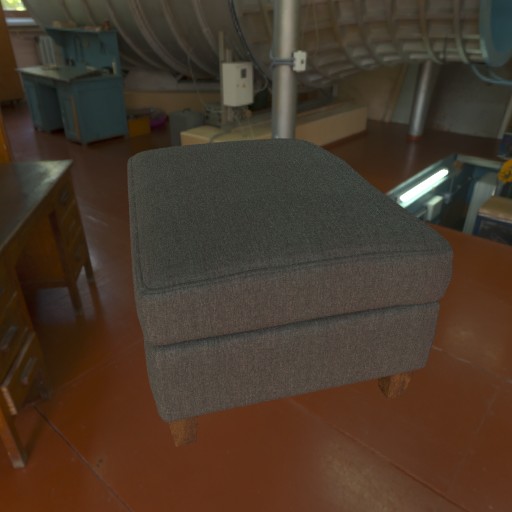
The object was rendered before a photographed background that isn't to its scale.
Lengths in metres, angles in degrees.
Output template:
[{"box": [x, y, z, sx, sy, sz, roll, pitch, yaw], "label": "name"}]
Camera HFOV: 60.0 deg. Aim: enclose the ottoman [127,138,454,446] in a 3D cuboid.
[{"box": [0.000, 0.000, 1.226, 0.639, 0.496, 0.826, -8, 30, -13], "label": "ottoman"}]
